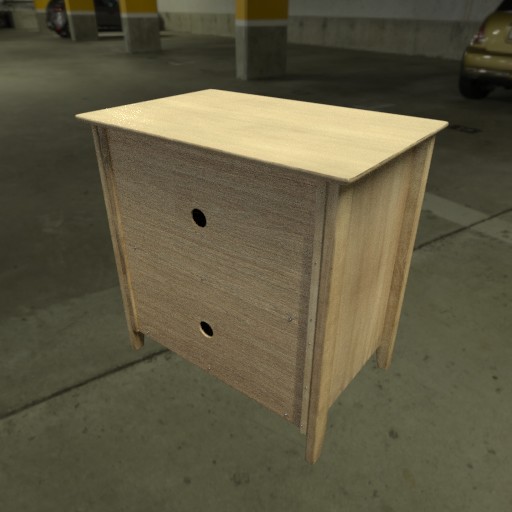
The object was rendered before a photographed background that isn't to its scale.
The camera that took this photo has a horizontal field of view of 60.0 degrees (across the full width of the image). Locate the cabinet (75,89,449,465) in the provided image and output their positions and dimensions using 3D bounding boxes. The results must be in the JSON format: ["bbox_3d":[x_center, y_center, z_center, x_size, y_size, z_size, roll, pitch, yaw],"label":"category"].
[{"bbox_3d":[0.000,0.000,1.255,0.763,0.762,0.503,21,36,32],"label":"cabinet"}]
